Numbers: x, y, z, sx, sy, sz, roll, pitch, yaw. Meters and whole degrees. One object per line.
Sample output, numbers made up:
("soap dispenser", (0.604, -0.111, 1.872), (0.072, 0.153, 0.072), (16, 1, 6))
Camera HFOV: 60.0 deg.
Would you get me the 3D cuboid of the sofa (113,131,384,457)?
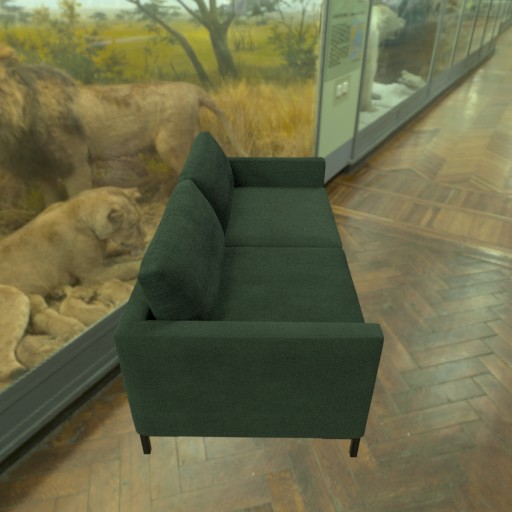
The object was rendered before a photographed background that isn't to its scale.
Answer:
("sofa", (0.000, 0.000, 2.176), (0.875, 0.817, 1.676), (0, 32, 1))
